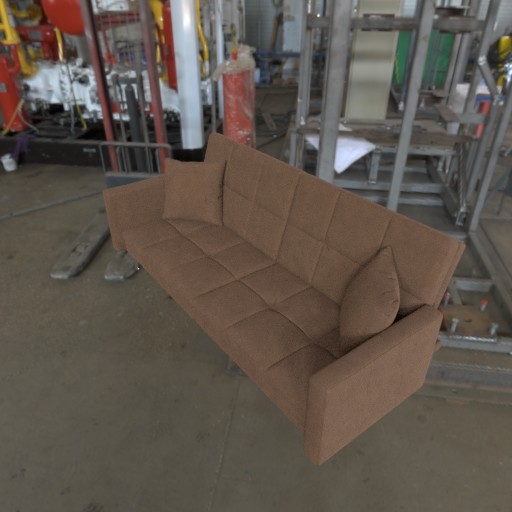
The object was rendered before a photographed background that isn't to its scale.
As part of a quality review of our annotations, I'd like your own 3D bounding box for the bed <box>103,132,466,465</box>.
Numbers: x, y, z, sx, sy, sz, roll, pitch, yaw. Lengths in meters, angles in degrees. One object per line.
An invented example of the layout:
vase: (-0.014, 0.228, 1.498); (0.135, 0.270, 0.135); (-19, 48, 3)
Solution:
bed: (0.000, 0.000, 2.312); (0.889, 0.787, 1.905); (-22, 39, -30)
